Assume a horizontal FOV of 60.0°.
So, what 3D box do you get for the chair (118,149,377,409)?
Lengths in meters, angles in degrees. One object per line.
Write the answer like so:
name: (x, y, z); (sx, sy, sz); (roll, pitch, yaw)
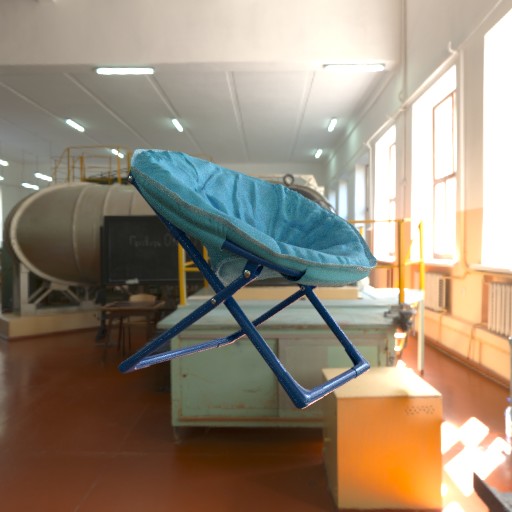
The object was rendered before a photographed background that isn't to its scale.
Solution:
chair: (0.000, 0.000, 0.911); (0.465, 0.478, 0.520); (1, 2, 36)
